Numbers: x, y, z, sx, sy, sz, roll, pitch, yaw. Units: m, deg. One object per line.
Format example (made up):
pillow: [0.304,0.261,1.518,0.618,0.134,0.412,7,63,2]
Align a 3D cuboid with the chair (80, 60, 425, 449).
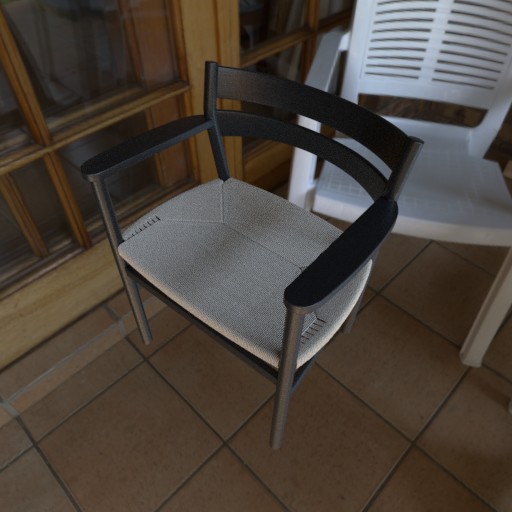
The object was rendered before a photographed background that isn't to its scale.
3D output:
chair: [0.000,0.000,1.168,0.630,0.775,0.508,31,55,25]
